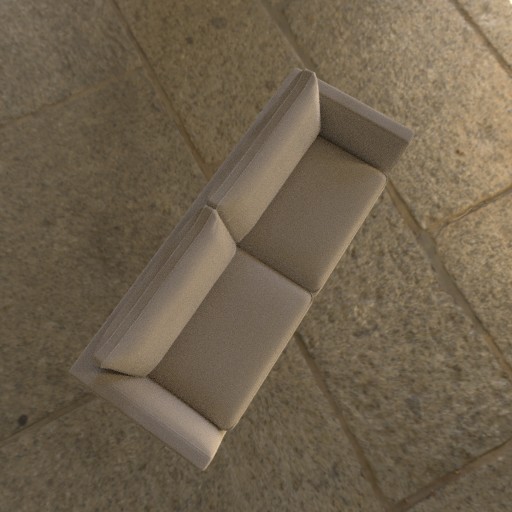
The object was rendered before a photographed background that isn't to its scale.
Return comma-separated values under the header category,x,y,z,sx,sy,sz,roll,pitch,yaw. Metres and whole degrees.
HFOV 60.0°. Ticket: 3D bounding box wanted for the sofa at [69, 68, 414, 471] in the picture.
category,x,y,z,sx,sy,sz,roll,pitch,yaw
sofa,0.000,0.000,2.670,0.868,1.005,2.214,32,77,8
